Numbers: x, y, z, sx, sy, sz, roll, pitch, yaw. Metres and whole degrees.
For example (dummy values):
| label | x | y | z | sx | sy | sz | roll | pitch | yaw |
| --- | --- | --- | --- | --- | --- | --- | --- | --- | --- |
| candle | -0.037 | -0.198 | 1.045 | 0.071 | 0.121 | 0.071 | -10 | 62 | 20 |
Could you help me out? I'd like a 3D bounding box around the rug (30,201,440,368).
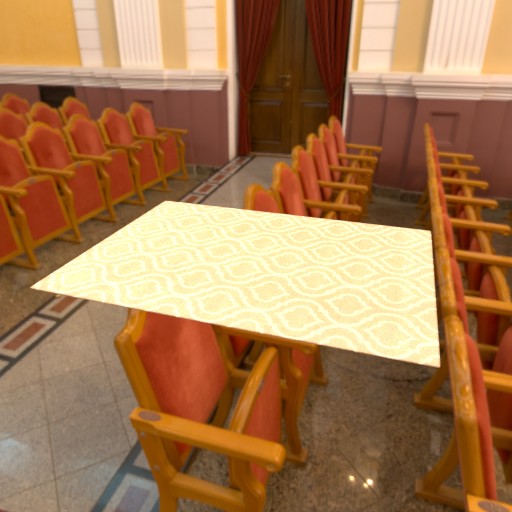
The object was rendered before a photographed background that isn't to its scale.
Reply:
| label | x | y | z | sx | sy | sz | roll | pitch | yaw |
| --- | --- | --- | --- | --- | --- | --- | --- | --- | --- |
| rug | 0.000 | 0.000 | 4.424 | 3.353 | 0.010 | 2.438 | 8 | 27 | 16 |
